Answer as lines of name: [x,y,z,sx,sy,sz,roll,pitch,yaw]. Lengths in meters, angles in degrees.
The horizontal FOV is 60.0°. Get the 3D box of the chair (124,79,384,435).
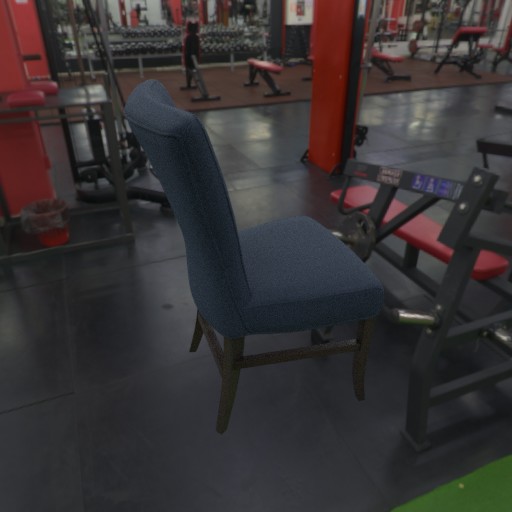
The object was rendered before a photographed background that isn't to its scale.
chair: [0.000,0.000,1.372,0.660,0.991,0.520,-10,32,-17]
